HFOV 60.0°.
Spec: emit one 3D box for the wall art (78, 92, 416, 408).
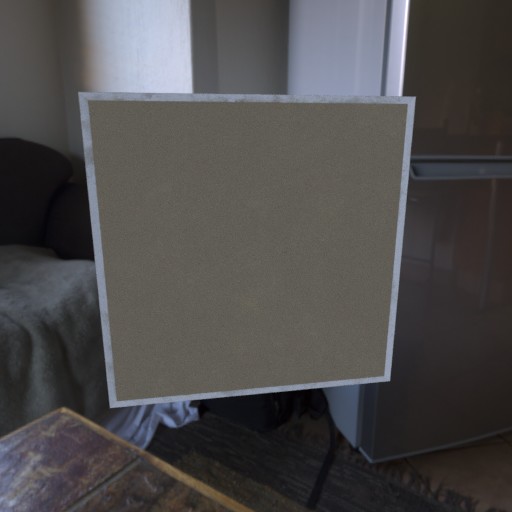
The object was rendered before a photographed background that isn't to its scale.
[{"bbox_3d":[0.000,0.000,1.106,0.760,0.757,0.038,-3,16,-9],"label":"wall art"}]
